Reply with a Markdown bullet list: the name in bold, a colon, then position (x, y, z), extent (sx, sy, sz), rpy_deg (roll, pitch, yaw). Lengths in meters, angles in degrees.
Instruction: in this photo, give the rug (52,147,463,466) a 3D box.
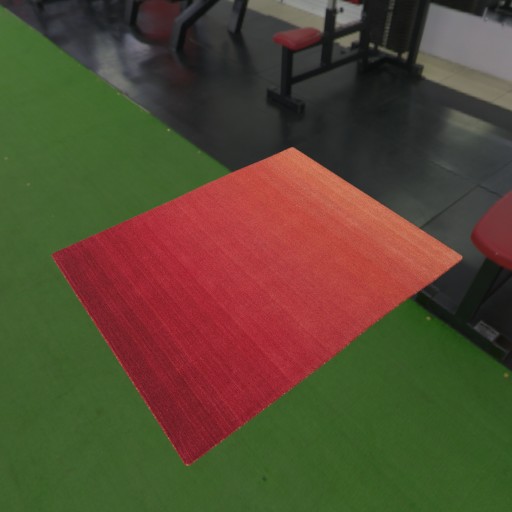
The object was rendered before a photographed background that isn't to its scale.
- **rug**: position (0.000, 0.000, 3.987), extent (2.905, 0.028, 2.340), rpy_deg (-29, 52, -26)
